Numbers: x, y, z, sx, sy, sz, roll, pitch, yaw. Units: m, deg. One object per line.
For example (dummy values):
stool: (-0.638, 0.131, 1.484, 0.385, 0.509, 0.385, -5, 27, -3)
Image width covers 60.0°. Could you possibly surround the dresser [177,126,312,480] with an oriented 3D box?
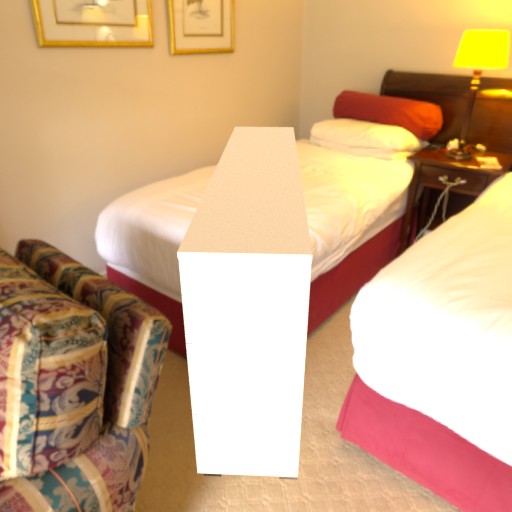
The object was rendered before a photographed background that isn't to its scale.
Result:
dresser: (0.000, 0.000, 1.896, 0.333, 0.790, 1.535, 1, 27, 2)
